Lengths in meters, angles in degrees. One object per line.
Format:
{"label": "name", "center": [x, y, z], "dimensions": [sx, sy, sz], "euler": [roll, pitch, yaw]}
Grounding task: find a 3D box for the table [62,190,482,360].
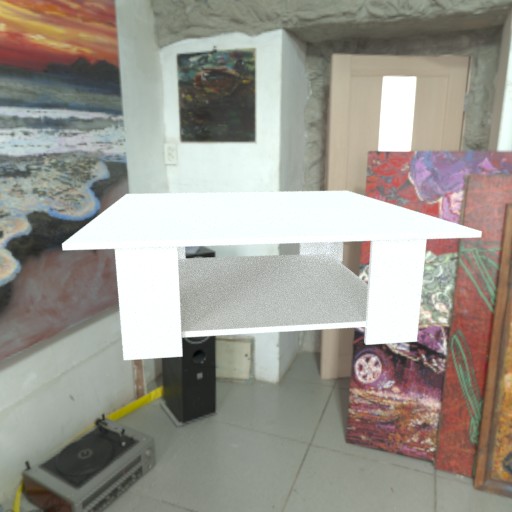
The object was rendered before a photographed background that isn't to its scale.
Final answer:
{"label": "table", "center": [0.000, 0.000, 1.389], "dimensions": [0.890, 0.305, 0.890], "euler": [-2, 14, -8]}
